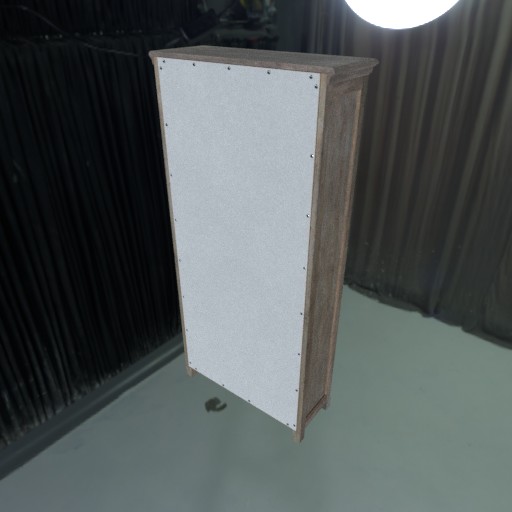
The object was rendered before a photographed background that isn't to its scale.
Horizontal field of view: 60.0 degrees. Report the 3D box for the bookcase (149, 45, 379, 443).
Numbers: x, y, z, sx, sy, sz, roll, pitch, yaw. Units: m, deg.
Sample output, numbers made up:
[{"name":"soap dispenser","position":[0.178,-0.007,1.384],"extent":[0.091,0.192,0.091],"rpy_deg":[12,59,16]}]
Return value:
[{"name":"bookcase","position":[0.000,0.000,2.258],"extent":[0.906,1.880,0.348],"rpy_deg":[21,36,32]}]
